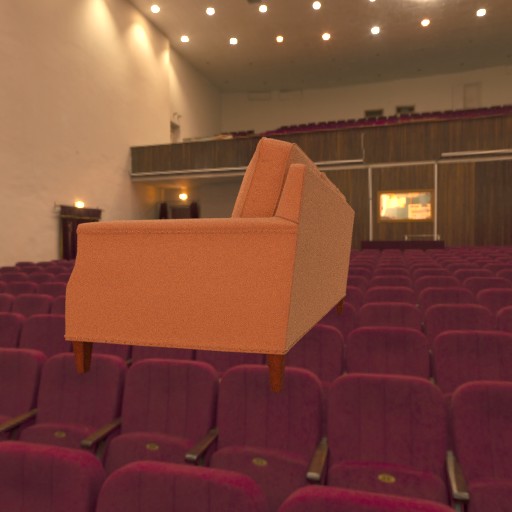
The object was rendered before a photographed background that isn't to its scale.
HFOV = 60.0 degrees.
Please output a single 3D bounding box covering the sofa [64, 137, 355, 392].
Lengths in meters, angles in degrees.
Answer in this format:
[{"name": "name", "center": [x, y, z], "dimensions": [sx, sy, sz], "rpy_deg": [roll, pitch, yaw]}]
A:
[{"name": "sofa", "center": [0.000, 0.000, 2.824], "dimensions": [1.084, 1.003, 2.246], "rpy_deg": [0, 1, 17]}]
